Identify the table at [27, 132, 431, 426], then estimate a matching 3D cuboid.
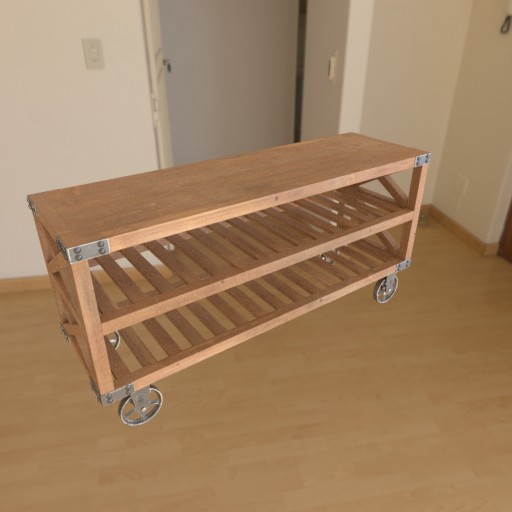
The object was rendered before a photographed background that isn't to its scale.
[{"bbox_3d":[0.000,0.000,1.800,1.487,0.711,0.467,-19,34,-31],"label":"table"}]
